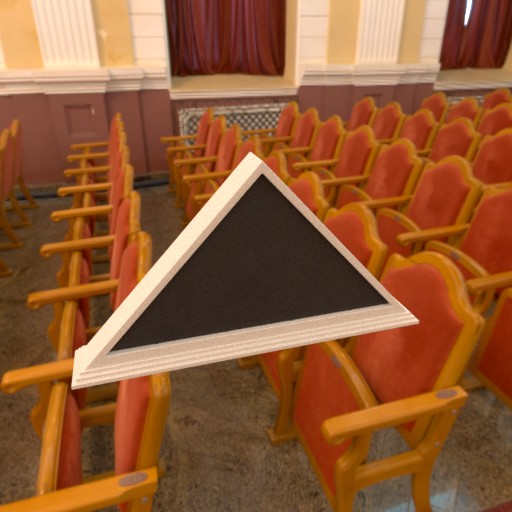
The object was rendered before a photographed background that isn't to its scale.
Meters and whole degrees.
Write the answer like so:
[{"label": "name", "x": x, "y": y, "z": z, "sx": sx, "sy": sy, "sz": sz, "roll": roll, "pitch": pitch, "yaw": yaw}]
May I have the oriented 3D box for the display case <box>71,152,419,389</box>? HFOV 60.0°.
[{"label": "display case", "x": 0.000, "y": 0.000, "z": 0.755, "sx": 0.640, "sy": 0.340, "sz": 0.095, "roll": -7, "pitch": 27, "yaw": -15}]
